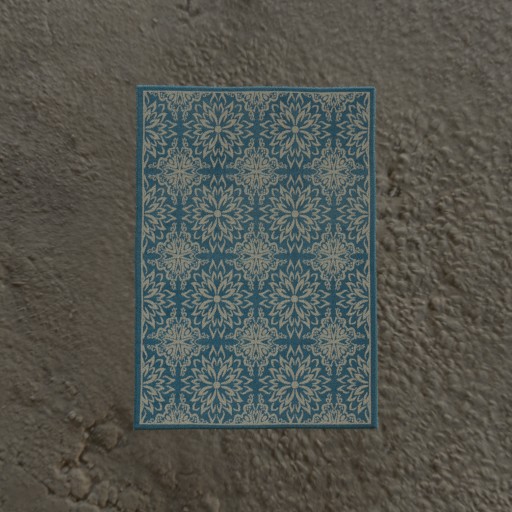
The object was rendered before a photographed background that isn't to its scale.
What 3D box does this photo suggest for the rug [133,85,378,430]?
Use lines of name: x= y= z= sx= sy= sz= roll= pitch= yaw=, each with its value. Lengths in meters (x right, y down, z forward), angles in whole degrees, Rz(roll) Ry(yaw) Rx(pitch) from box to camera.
rug: x=0.000 y=0.000 z=2.845 sx=1.554 sy=0.012 sz=2.205 roll=0 pitch=88 yaw=-1
